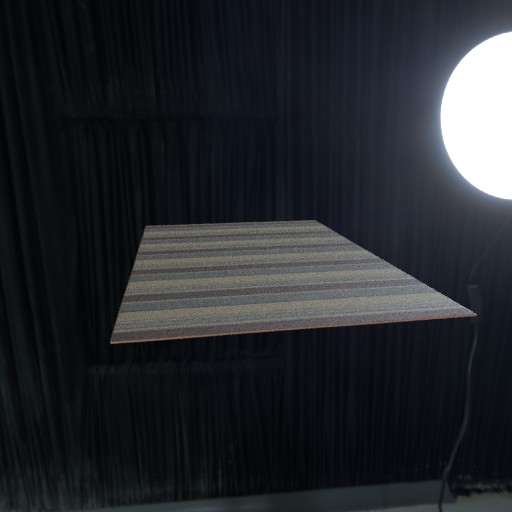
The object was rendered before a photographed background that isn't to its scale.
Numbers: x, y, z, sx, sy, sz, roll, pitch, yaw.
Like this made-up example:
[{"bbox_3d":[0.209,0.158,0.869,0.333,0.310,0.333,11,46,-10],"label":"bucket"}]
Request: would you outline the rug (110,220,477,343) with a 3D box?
[{"bbox_3d":[0.000,0.000,2.293,1.219,0.008,1.829,-3,15,-10],"label":"rug"}]
